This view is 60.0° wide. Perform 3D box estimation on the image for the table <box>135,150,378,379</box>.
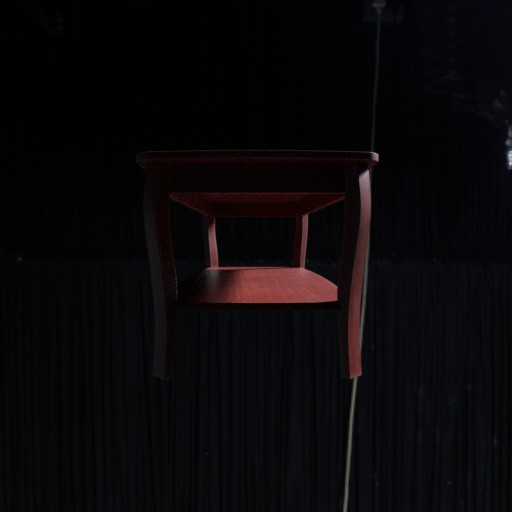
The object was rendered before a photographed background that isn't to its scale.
[{"bbox_3d":[0.000,0.000,1.499,0.561,0.473,1.216,0,2,0],"label":"table"}]
